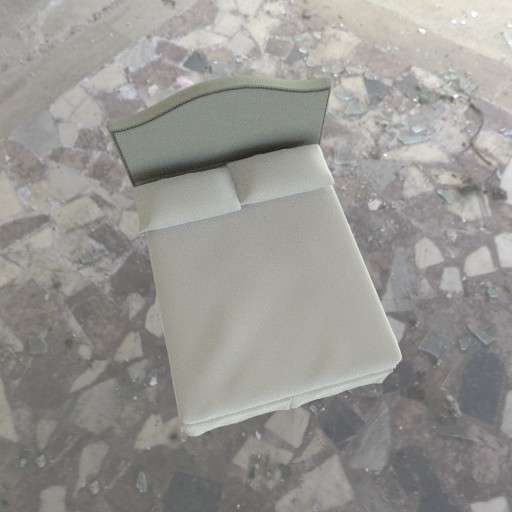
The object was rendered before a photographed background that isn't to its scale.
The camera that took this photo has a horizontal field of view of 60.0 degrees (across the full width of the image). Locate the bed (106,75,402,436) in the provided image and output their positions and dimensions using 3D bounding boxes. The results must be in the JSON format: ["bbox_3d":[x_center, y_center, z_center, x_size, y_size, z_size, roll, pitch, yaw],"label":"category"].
[{"bbox_3d":[0.000,0.000,3.453,1.813,1.607,2.180,-14,65,-6],"label":"bed"}]
